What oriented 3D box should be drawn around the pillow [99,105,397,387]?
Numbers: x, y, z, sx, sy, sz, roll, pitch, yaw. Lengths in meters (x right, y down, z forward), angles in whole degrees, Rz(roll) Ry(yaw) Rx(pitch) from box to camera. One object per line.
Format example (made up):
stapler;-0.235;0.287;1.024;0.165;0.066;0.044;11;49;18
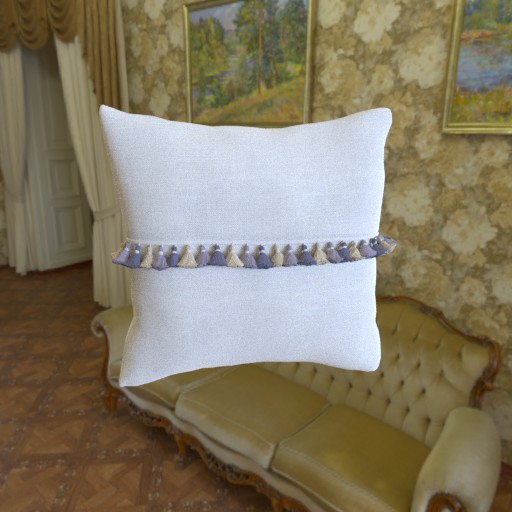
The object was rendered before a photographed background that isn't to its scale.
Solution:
pillow;0.000;0.000;0.747;0.489;0.481;0.165;-2;15;-7
